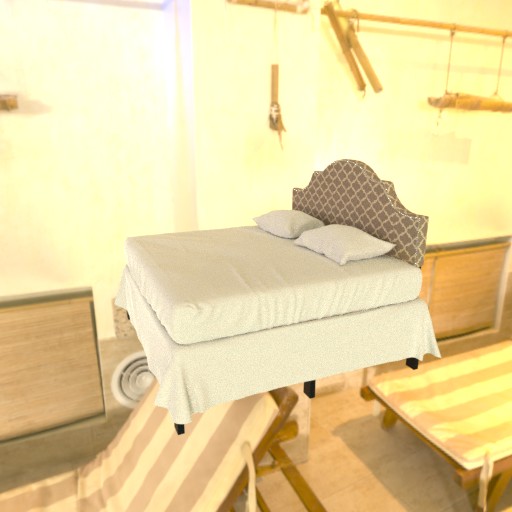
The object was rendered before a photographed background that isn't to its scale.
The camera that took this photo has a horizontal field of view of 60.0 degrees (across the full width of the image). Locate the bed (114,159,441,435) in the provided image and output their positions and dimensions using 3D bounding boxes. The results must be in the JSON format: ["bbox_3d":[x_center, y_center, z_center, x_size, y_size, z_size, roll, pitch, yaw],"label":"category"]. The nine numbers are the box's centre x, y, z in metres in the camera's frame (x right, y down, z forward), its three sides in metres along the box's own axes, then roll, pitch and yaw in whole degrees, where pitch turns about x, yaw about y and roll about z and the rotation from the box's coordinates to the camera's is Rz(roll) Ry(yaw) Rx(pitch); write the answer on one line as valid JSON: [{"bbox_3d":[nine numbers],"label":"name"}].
[{"bbox_3d":[0.000,0.000,3.852,2.222,1.601,2.314,-7,17,-23],"label":"bed"}]
